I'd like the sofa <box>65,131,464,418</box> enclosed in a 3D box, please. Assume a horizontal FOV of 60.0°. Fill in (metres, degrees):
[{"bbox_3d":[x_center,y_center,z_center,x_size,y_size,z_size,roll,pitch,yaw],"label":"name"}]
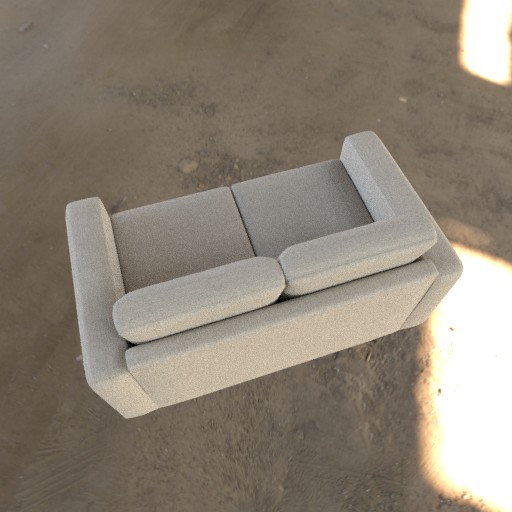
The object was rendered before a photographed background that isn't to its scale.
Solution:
[{"bbox_3d":[0.000,0.000,2.037,1.540,0.800,0.900,-16,60,-9],"label":"sofa"}]
